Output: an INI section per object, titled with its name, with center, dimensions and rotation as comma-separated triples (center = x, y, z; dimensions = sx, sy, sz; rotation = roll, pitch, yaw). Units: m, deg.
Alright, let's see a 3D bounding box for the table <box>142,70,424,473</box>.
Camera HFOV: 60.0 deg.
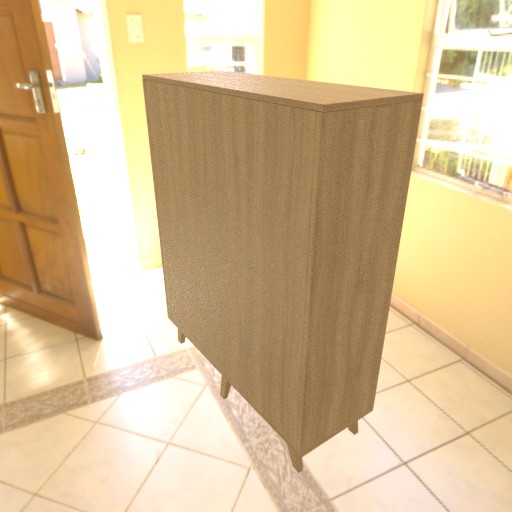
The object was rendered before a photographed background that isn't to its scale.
[table]
center = 0.000, 0.000, 1.892
dimensions = 0.398, 1.388, 1.111
rotation = -18, 32, -32
